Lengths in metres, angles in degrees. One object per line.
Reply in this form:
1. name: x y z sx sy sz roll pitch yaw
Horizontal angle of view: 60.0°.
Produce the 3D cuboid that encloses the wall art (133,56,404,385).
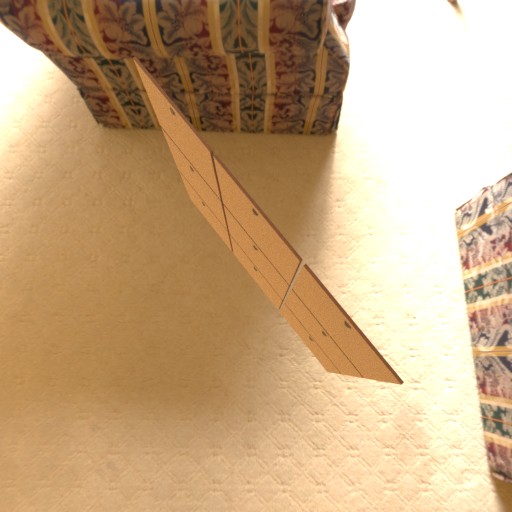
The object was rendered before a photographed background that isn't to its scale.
1. wall art: 0.000 0.000 2.314 0.019 1.532 1.533 -37 80 -8
